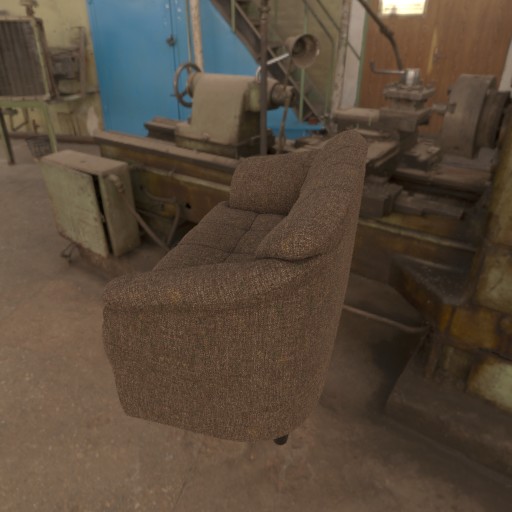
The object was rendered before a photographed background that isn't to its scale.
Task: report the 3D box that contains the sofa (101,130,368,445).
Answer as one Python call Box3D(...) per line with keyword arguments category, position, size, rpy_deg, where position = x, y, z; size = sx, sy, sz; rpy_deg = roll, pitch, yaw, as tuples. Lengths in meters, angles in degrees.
Box3D(category="sofa", position=(0.000, 0.000, 1.918), size=(0.799, 0.895, 1.404), rpy_deg=(9, 31, 15))
